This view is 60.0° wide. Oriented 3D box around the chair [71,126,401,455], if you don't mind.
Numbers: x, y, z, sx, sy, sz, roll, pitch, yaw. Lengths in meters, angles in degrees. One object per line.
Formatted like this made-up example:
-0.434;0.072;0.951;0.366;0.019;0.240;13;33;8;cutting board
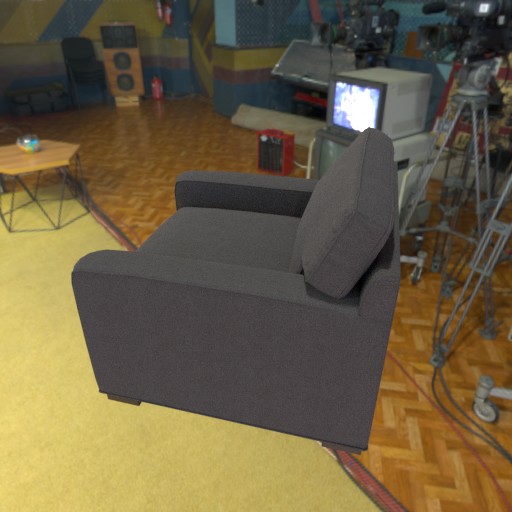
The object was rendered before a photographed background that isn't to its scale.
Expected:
0.000;0.000;1.818;1.043;0.913;0.997;8;31;13;chair
